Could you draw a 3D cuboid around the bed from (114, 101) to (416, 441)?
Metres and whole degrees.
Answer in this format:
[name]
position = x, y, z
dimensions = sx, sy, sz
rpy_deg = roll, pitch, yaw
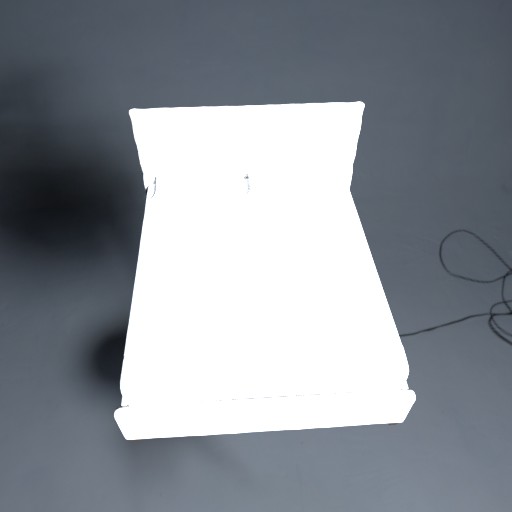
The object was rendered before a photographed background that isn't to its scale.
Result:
[bed]
position = 0.000, 0.000, 3.612
dimensions = 2.078, 1.427, 2.387
rpy_deg = -3, 47, -3
